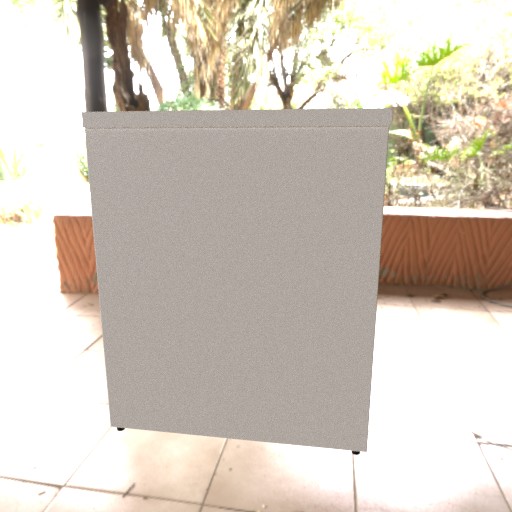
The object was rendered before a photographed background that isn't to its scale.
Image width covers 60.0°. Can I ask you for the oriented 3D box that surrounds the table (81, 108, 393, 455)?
[{"bbox_3d":[0.000,0.000,0.785,0.380,0.460,0.420,2,14,9],"label":"table"}]
